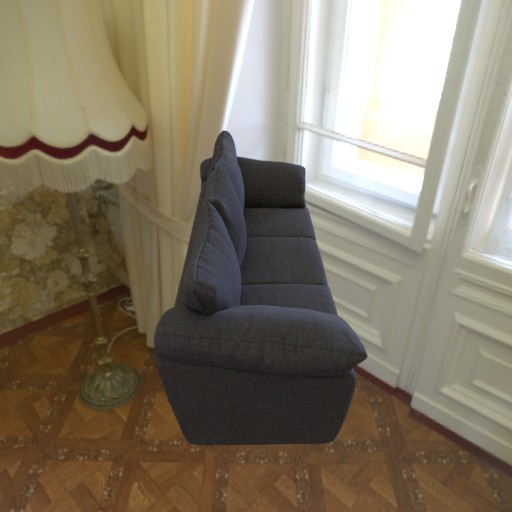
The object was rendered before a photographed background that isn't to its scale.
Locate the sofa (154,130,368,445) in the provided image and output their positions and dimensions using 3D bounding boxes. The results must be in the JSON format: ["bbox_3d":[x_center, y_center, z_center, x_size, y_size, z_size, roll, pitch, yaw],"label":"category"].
[{"bbox_3d":[0.000,0.000,2.871,0.883,1.080,2.336,0,31,-1],"label":"sofa"}]
